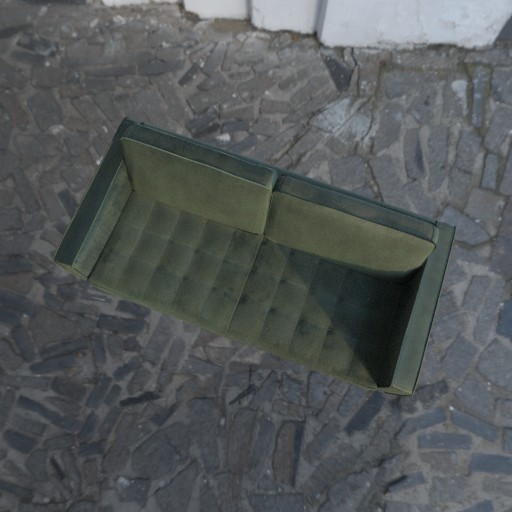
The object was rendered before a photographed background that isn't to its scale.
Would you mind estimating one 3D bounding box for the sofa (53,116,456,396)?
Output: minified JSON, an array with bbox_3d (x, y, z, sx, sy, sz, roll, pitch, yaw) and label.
[{"bbox_3d":[0.000,0.000,2.328,1.816,0.781,0.886,20,75,5],"label":"sofa"}]
